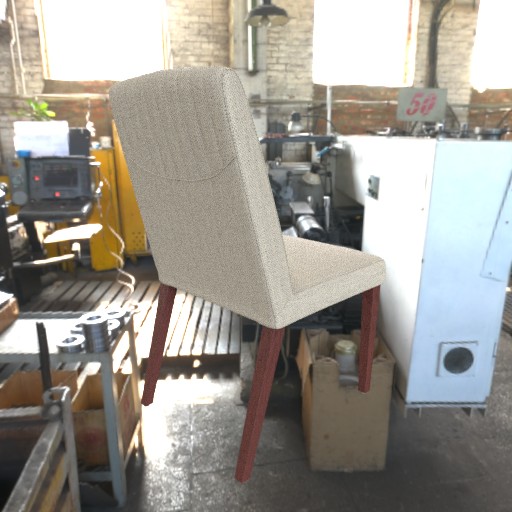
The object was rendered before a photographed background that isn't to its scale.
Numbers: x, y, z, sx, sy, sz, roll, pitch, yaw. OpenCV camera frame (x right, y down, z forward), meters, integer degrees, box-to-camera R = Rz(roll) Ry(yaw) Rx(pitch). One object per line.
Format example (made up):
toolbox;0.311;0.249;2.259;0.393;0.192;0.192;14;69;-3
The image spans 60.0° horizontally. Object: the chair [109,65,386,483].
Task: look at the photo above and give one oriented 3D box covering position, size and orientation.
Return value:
chair;0.000;0.000;1.216;0.594;0.900;0.480;-15;21;-43
